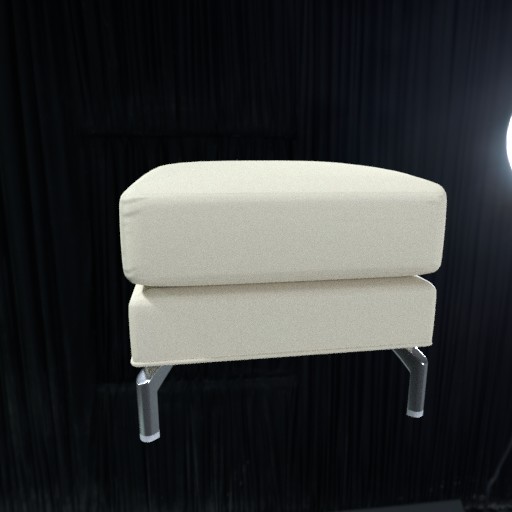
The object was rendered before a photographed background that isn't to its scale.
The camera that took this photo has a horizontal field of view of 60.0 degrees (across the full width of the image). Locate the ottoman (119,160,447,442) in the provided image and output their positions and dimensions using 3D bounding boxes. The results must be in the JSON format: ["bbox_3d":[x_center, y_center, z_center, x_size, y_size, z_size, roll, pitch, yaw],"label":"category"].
[{"bbox_3d":[0.000,0.000,1.182,0.581,0.497,0.835,-2,14,-9],"label":"ottoman"}]
